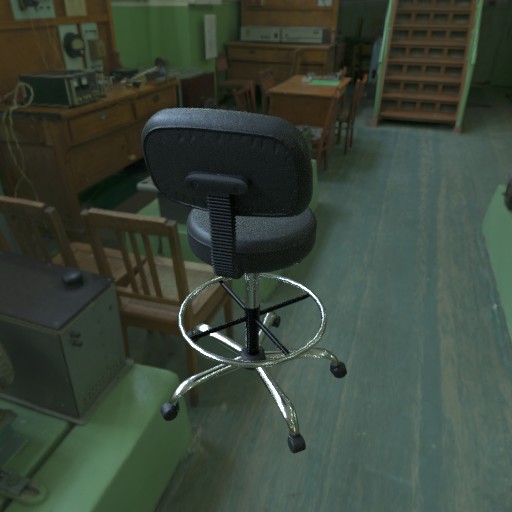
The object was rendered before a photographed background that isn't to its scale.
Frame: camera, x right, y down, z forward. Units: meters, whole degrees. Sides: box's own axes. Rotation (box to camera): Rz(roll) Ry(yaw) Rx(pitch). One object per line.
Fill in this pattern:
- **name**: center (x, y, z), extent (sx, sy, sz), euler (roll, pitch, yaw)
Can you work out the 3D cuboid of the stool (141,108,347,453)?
- **stool**: center (0.000, 0.000, 1.489), extent (0.694, 1.069, 0.658), euler (9, 31, 14)
